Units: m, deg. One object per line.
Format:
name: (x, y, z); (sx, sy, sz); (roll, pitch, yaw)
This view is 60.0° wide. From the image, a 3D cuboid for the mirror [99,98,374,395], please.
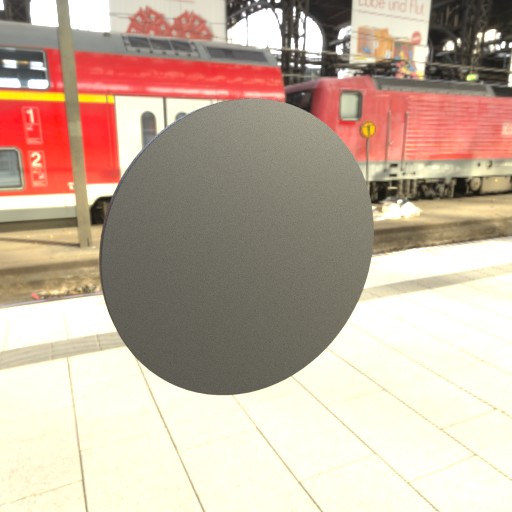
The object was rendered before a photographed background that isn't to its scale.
mirror: (0.000, 0.000, 1.604); (1.077, 1.077, 0.036); (-7, 16, -26)
